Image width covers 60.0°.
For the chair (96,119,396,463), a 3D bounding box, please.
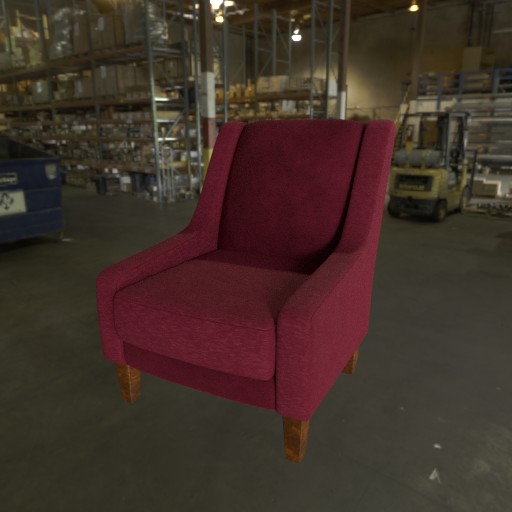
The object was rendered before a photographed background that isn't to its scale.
[{"bbox_3d":[0.000,0.000,1.690,0.793,1.017,0.985,8,17,27],"label":"chair"}]
